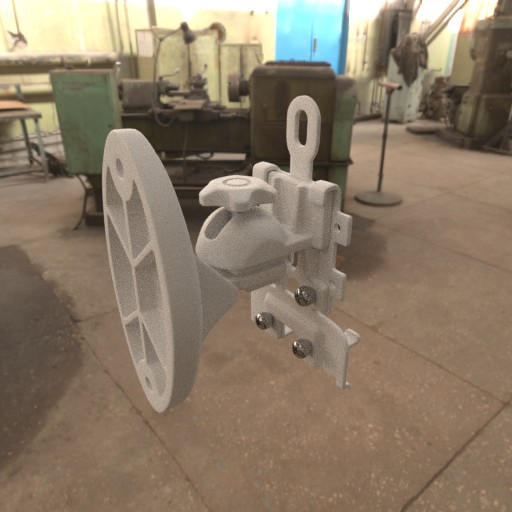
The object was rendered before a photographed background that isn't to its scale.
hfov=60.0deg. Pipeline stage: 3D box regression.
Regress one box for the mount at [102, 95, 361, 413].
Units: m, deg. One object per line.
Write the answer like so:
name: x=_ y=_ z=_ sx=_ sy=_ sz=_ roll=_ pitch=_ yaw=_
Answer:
mount: x=0.000 y=0.000 z=0.176 sx=0.100 sy=0.118 sz=0.066 roll=-18 pitch=31 yaw=-32
